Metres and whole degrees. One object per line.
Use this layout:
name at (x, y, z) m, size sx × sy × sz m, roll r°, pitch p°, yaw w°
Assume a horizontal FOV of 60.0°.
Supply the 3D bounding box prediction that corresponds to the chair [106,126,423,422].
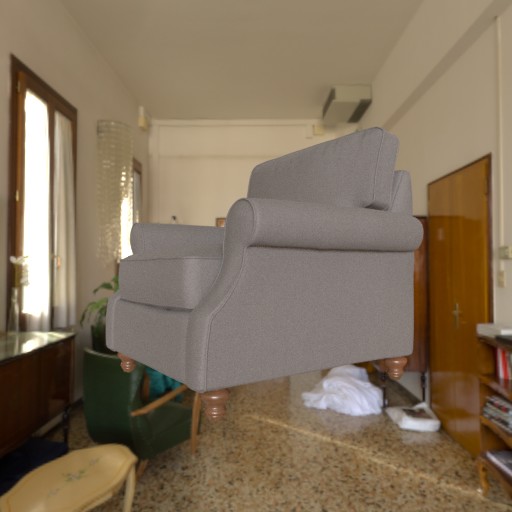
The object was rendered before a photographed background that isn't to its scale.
chair at (0.000, 0.000, 1.800) m, size 0.966 × 0.967 × 1.029 m, roll 1°, pitch -2°, yaw -35°
